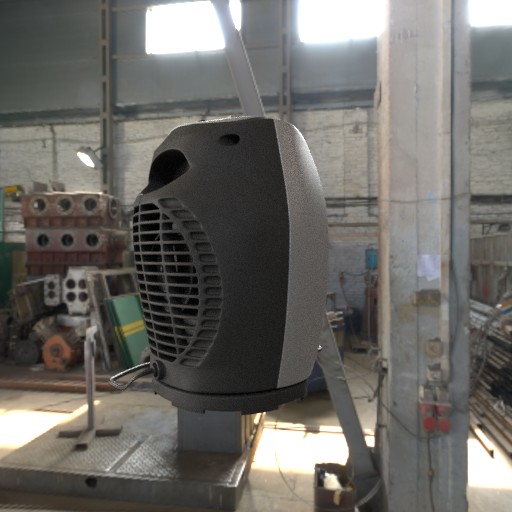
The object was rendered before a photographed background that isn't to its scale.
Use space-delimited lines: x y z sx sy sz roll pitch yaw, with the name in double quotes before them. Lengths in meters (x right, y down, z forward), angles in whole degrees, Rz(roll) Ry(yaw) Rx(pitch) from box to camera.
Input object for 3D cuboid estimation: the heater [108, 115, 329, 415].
"heater" 0.000 0.000 0.480 0.291 0.255 0.239 0 0 -35
